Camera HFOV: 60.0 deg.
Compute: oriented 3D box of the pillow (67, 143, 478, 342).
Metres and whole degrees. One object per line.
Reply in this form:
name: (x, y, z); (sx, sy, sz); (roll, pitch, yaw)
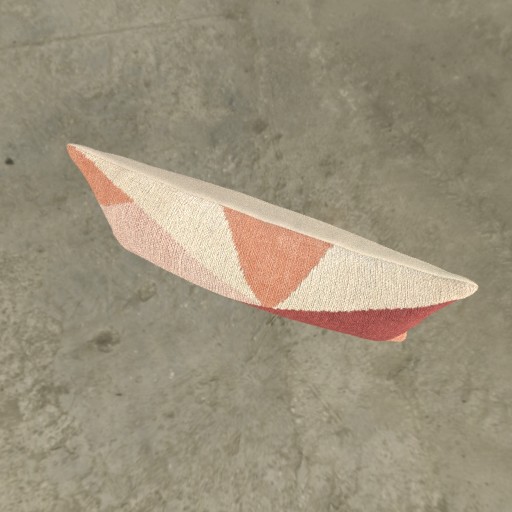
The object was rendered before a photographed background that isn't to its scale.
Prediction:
pillow: (0.000, 0.000, 0.740); (0.609, 0.292, 0.155); (20, 75, 6)
